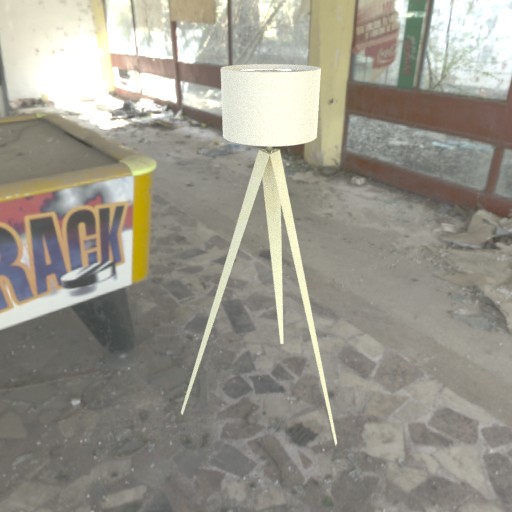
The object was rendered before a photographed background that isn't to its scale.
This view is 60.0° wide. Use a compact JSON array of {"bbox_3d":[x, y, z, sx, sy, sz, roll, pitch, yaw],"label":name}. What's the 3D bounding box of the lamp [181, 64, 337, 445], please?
[{"bbox_3d":[0.000,0.000,1.935,0.724,1.524,0.716,0,27,0],"label":"lamp"}]
